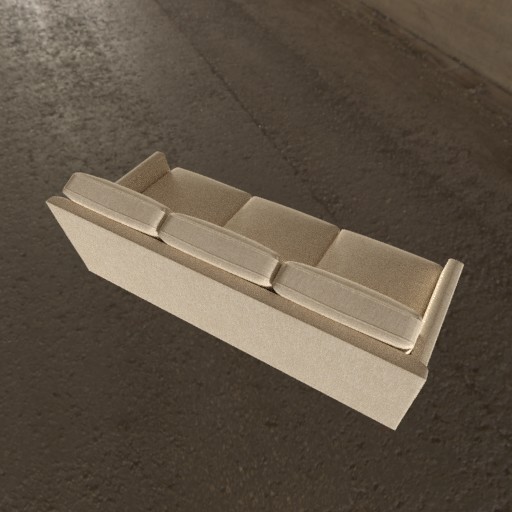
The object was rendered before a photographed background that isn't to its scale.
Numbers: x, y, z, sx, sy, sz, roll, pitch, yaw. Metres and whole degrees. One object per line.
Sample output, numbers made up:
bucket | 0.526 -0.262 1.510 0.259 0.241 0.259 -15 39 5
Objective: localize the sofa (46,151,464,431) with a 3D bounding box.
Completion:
sofa | 0.000 0.000 2.713 2.210 0.940 1.041 23 51 21
